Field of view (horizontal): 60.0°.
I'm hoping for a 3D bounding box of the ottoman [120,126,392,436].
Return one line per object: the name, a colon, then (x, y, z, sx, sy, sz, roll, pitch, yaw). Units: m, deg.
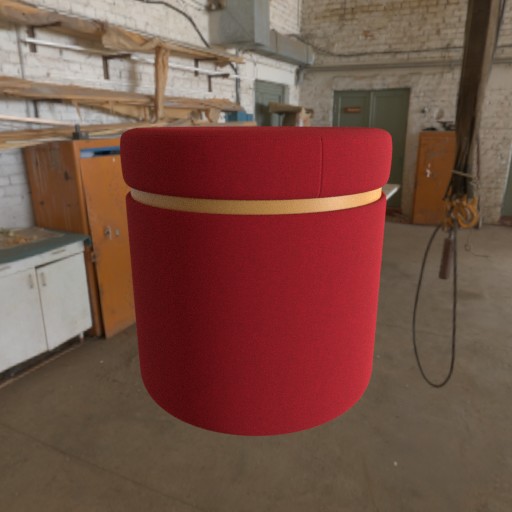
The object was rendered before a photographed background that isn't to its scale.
ottoman: (0.000, 0.000, 0.729, 0.400, 0.406, 0.400, 0, 17, 0)
